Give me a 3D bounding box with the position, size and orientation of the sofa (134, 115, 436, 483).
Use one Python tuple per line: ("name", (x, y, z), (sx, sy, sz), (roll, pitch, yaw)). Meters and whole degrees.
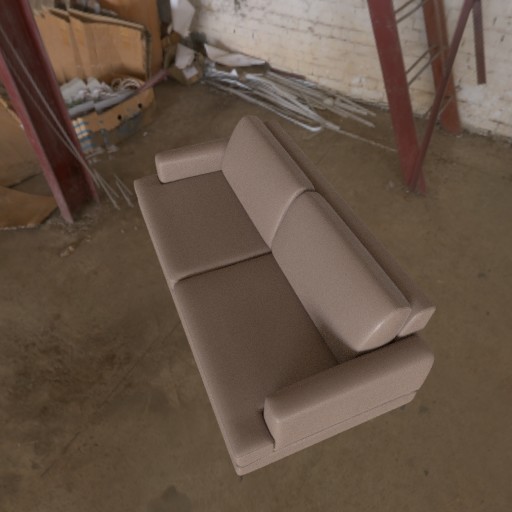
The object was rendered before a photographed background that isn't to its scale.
("sofa", (0.000, 0.000, 2.439), (0.974, 0.765, 1.940), (-17, 49, -15))
